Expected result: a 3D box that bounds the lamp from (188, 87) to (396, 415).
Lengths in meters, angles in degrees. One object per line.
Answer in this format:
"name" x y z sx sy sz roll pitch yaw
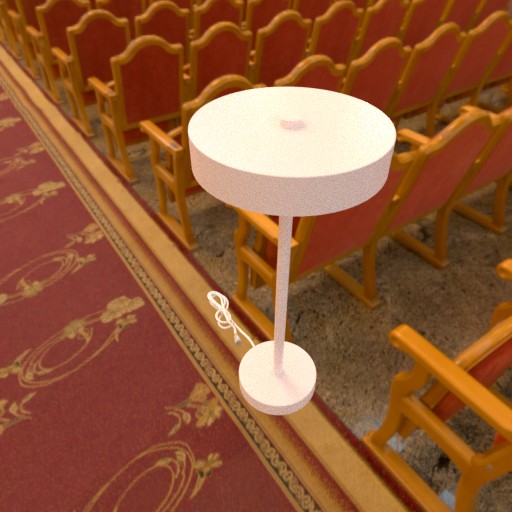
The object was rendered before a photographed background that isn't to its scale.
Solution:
"lamp" 0.000 0.000 0.699 0.229 0.508 0.369 -24 46 -25
